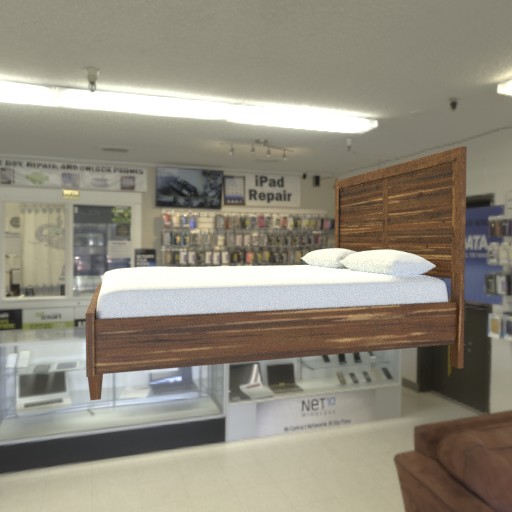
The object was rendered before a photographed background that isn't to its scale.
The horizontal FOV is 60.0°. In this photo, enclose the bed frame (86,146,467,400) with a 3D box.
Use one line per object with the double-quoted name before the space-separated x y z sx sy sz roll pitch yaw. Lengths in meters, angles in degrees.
"bed frame" 0.000 0.000 3.301 2.276 1.417 1.696 -1 2 -18
